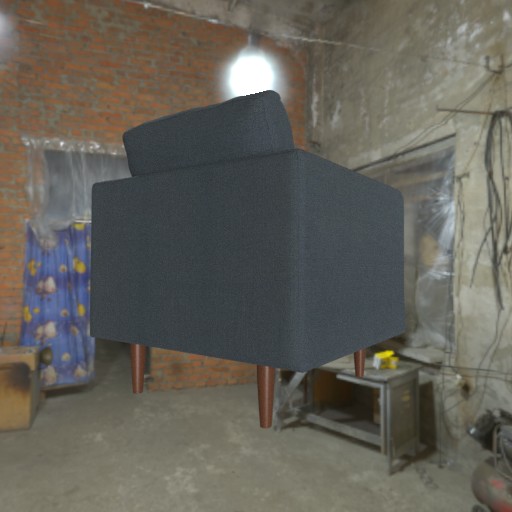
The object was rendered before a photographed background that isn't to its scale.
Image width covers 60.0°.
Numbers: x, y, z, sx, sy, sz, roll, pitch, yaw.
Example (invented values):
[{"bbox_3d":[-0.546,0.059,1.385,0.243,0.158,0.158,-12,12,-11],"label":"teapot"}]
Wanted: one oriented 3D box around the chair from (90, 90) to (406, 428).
[{"bbox_3d":[0.000,0.000,1.606,0.855,0.922,0.820,0,-1,36],"label":"chair"}]
